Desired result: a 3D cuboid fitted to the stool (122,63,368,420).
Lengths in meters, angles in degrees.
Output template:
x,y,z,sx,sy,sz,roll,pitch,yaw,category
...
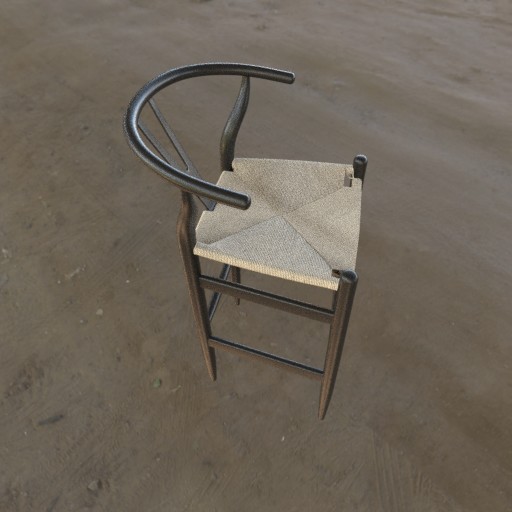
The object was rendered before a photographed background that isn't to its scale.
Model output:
x,y,z,sx,sy,sz,roll,pitch,yaw,category
0.000,0.000,1.331,0.579,0.970,0.569,9,47,9,stool
